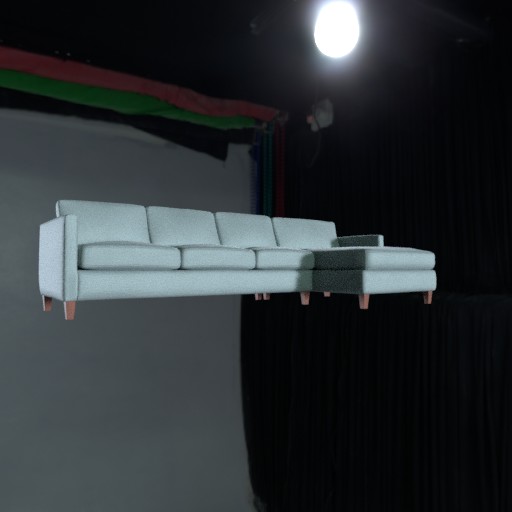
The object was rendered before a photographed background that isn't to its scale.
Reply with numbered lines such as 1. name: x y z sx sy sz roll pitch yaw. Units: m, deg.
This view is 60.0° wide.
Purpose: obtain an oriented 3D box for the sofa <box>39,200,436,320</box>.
1. sofa: 0.000 0.000 4.160 3.471 0.950 1.604 1 -2 -36
